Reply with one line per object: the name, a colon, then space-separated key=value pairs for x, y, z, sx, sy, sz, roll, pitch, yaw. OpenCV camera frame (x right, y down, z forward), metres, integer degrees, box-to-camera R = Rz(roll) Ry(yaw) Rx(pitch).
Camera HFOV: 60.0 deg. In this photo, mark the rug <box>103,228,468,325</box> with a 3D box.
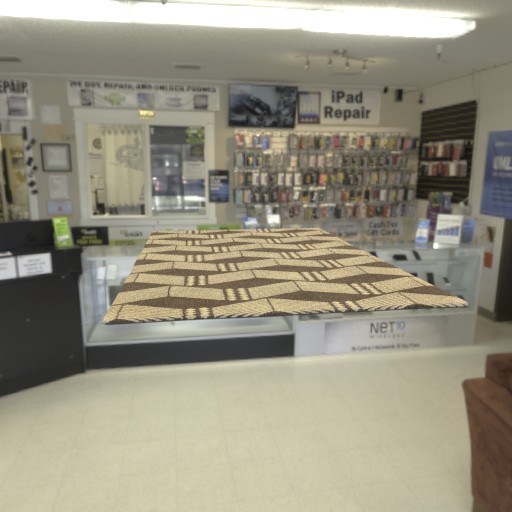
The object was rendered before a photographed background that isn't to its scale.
rug: x=0.000 y=0.000 z=2.312 sx=1.210 sy=0.016 sz=1.833 roll=-2 pitch=12 yaw=-8
